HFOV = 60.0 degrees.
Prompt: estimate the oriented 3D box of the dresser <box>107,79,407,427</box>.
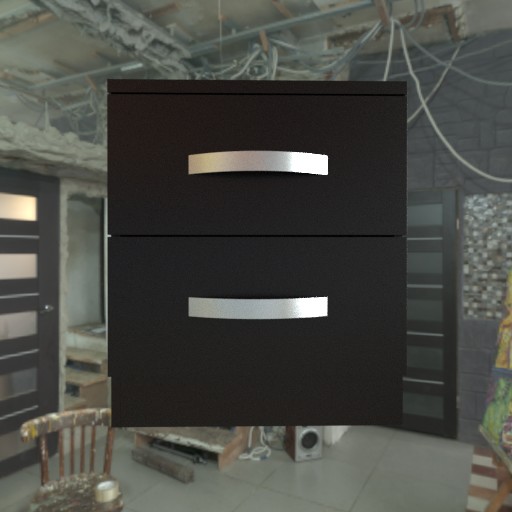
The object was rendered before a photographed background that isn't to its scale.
[{"bbox_3d":[0.000,0.000,0.744,0.400,0.470,0.360,0,0,-1],"label":"dresser"}]
